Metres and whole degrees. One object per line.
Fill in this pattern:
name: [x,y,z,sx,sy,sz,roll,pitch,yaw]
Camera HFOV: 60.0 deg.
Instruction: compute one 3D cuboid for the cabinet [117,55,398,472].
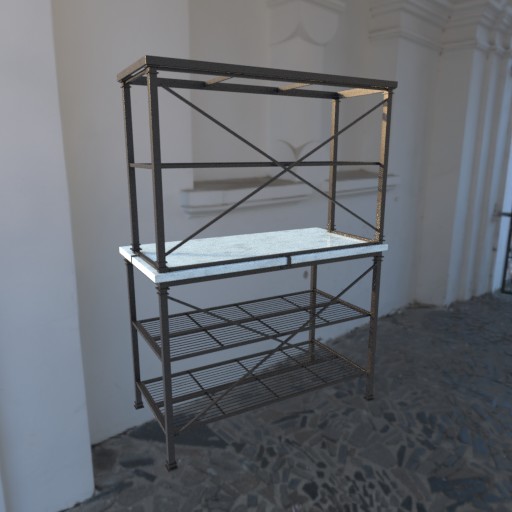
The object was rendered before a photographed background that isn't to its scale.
cabinet: [0.000,0.000,2.229,1.210,1.659,0.610,-7,15,-28]
